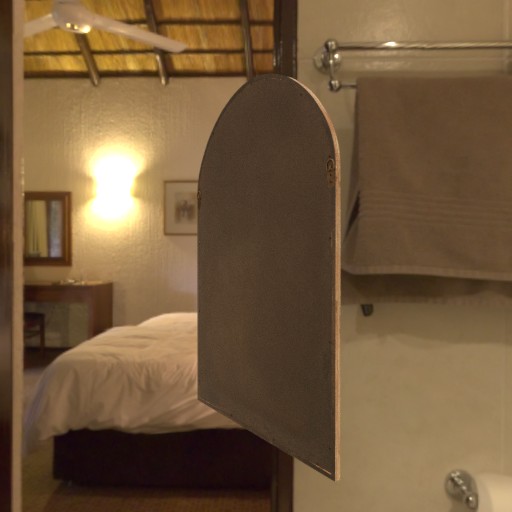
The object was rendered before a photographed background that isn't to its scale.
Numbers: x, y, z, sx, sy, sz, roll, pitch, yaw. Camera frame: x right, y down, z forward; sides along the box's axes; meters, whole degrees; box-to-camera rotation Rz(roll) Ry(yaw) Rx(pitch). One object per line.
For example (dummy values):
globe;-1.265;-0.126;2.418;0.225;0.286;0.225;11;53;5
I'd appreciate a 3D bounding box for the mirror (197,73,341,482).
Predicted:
mirror;0.000;0.000;1.157;0.032;0.915;0.609;0;1;-35
